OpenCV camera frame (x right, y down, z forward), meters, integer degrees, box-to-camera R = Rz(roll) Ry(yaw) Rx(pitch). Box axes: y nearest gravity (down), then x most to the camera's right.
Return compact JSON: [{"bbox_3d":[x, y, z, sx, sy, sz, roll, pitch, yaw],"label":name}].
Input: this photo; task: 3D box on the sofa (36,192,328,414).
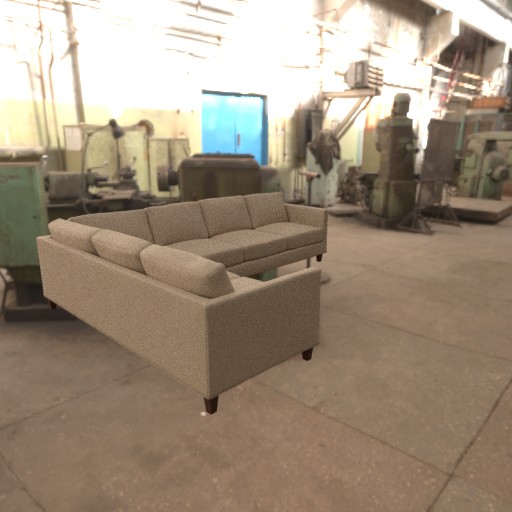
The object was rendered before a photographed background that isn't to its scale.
[{"bbox_3d":[0.000,0.000,4.289,2.432,0.863,3.182,14,20,43],"label":"sofa"}]
